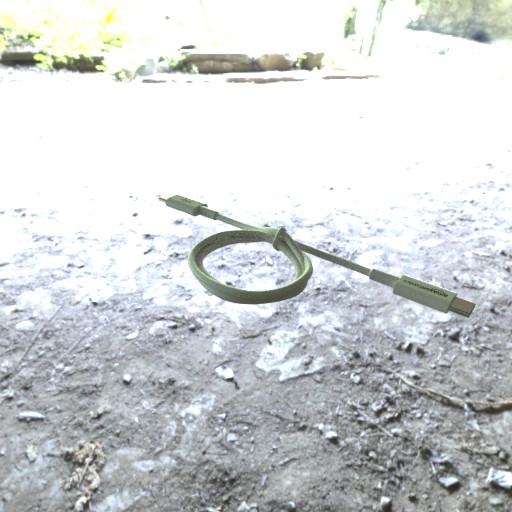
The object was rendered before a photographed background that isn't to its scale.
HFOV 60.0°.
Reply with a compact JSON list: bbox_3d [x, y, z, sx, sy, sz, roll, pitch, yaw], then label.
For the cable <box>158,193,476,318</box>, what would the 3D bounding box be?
[{"bbox_3d":[0.000,0.000,0.231,0.203,0.014,0.070,22,37,32],"label":"cable"}]
